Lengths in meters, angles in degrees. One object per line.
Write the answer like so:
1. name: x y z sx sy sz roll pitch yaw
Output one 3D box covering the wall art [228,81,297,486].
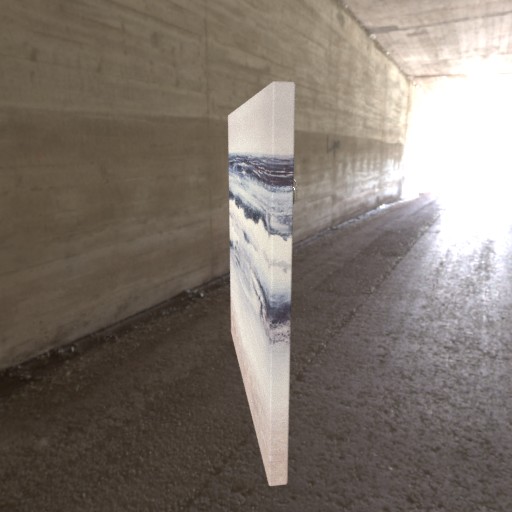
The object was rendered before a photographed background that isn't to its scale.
1. wall art: 0.000 0.000 1.146 0.065 0.747 0.755 -2 14 -9
